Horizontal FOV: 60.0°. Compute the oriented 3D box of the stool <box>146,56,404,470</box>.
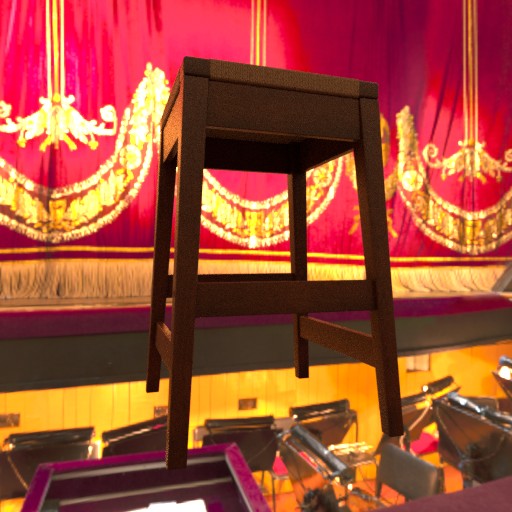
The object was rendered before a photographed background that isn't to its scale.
[{"bbox_3d":[0.000,0.000,1.104,0.497,0.762,0.507,0,0,-18],"label":"stool"}]
